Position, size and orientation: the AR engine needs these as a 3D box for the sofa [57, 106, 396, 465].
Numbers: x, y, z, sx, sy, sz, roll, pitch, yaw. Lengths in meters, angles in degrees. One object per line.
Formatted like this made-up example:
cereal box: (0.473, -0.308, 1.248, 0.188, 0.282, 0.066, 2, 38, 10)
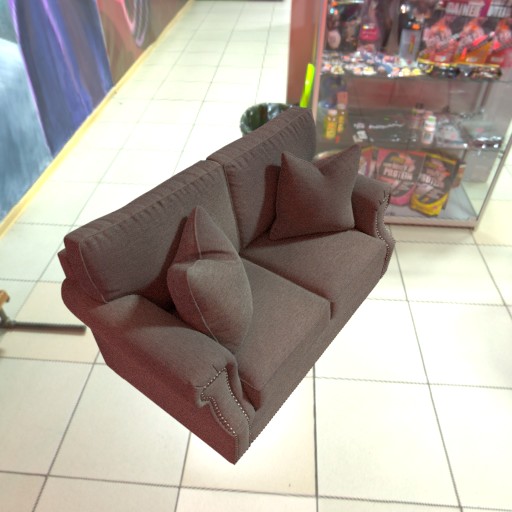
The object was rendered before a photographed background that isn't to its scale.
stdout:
sofa: (0.000, 0.000, 2.293, 0.966, 0.966, 1.701, 26, 48, 27)
